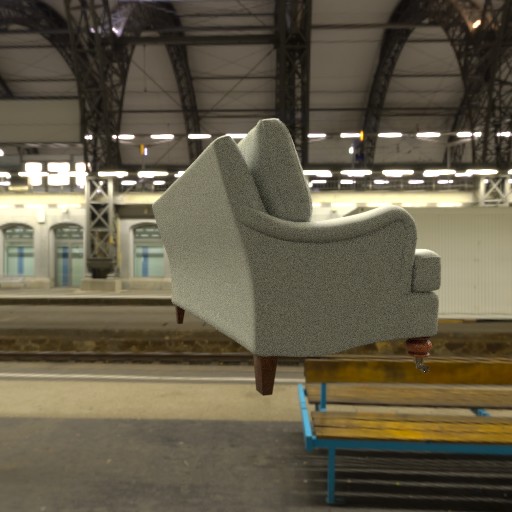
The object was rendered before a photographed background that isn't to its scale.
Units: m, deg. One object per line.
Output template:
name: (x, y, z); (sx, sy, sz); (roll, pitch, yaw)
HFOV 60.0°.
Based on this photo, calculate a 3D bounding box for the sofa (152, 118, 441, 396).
sofa: (0.000, 0.000, 2.805); (1.069, 1.096, 2.193); (0, 0, -19)
